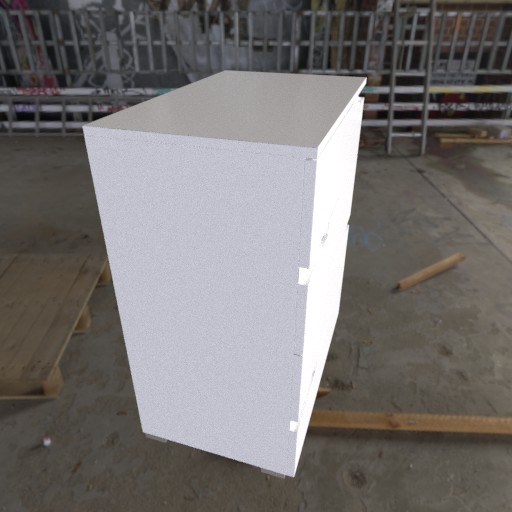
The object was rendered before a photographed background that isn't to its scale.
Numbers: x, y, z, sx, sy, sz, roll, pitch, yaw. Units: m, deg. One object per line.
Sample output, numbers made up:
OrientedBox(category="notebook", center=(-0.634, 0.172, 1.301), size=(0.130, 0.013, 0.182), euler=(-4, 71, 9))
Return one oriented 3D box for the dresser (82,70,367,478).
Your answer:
OrientedBox(category="dresser", center=(0.000, 0.000, 1.158), size=(0.400, 0.800, 0.650), euler=(9, 32, 16))
